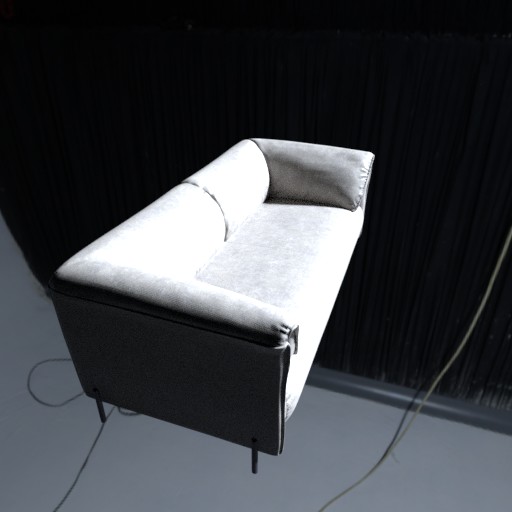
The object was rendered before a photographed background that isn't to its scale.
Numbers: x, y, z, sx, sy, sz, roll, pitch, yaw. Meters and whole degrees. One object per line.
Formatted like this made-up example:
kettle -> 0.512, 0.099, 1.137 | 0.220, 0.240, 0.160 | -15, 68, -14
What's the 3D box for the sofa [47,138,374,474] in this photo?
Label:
sofa -> 0.000, 0.000, 2.308 | 0.905, 0.747, 1.878 | 10, 31, 17
